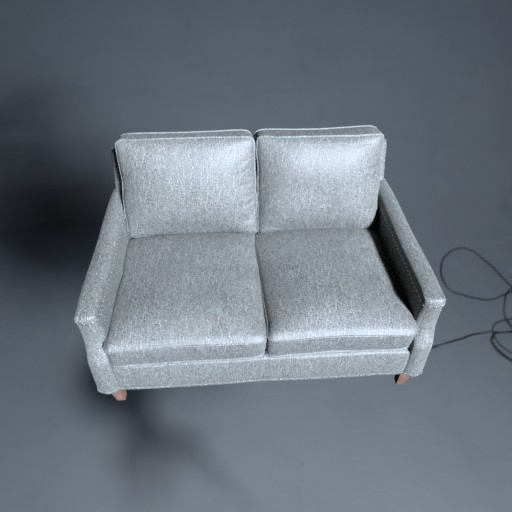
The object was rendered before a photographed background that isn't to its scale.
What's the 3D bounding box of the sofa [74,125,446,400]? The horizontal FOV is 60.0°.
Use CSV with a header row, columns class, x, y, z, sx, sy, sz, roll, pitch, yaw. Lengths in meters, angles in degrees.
class,x,y,z,sx,sy,sz,roll,pitch,yaw
sofa,0.000,0.000,2.285,1.597,1.003,1.084,-3,44,-3
